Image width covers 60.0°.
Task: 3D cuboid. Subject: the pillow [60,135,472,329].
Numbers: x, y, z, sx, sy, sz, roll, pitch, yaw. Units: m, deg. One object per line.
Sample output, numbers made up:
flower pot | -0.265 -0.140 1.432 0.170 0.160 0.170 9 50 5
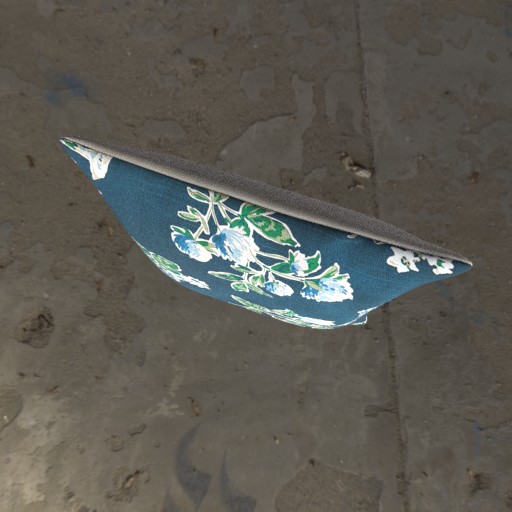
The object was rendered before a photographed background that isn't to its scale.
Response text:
pillow | 0.000 0.000 0.775 0.525 0.508 0.166 18 76 5
